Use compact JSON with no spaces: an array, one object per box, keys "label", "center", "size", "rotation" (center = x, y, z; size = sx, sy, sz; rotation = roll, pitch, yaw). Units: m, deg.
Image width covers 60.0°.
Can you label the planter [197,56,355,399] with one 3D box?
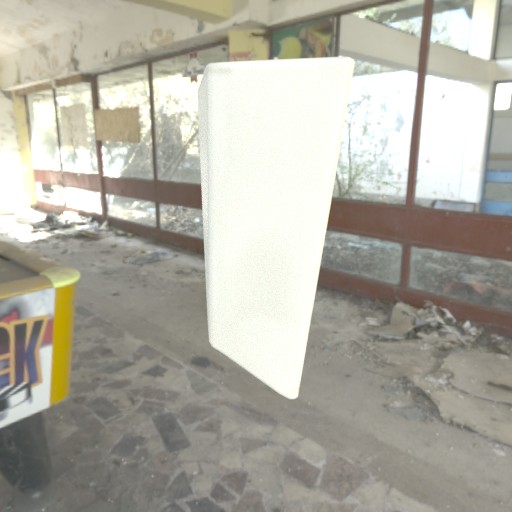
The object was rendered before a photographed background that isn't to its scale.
[{"label":"planter","center":[0.000,0.000,0.267],"size":[0.060,0.197,0.150],"rotation":[-2,14,-9]}]
